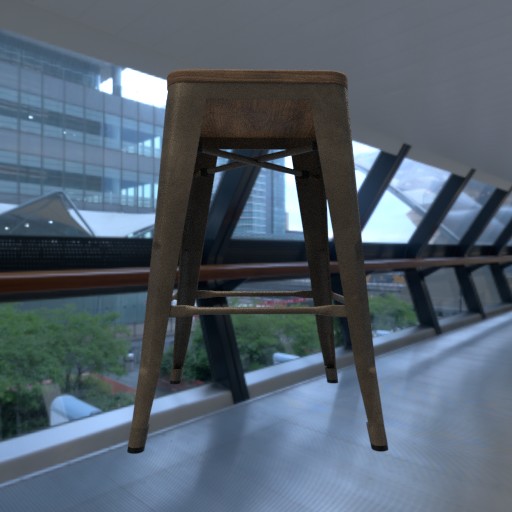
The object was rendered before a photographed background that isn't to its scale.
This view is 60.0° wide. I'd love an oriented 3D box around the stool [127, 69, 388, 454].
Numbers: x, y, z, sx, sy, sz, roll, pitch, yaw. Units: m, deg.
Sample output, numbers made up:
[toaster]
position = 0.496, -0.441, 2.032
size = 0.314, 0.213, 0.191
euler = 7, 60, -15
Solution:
[stool]
position = 0.000, 0.000, 0.886
size = 0.407, 0.607, 0.407
euler = 0, -1, -1
